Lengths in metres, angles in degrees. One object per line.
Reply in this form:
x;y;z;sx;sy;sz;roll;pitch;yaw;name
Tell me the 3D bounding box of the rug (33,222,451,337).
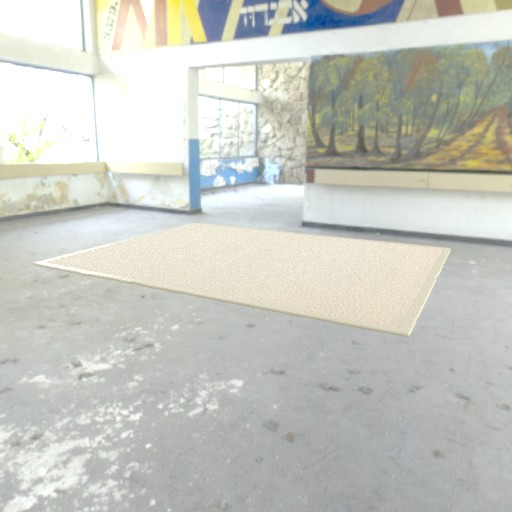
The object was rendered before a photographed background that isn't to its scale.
0.000;0.000;4.794;3.659;0.037;2.734;7;16;27;rug
